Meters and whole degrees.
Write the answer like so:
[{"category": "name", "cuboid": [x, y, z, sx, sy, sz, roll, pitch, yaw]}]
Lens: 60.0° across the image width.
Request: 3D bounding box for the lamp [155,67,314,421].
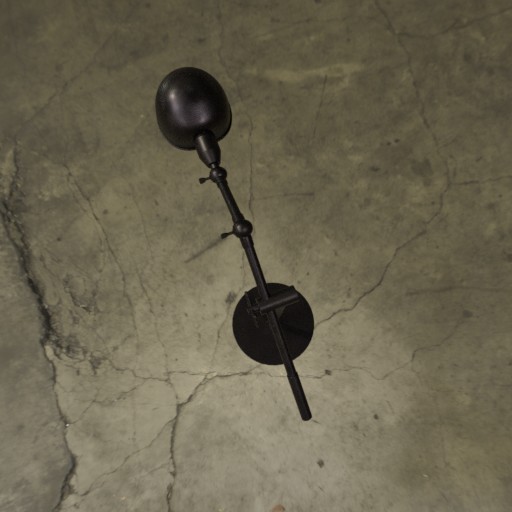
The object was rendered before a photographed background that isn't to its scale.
[{"category": "lamp", "cuboid": [0.000, 0.000, 0.811, 0.185, 0.495, 0.567, -20, 77, -5]}]
